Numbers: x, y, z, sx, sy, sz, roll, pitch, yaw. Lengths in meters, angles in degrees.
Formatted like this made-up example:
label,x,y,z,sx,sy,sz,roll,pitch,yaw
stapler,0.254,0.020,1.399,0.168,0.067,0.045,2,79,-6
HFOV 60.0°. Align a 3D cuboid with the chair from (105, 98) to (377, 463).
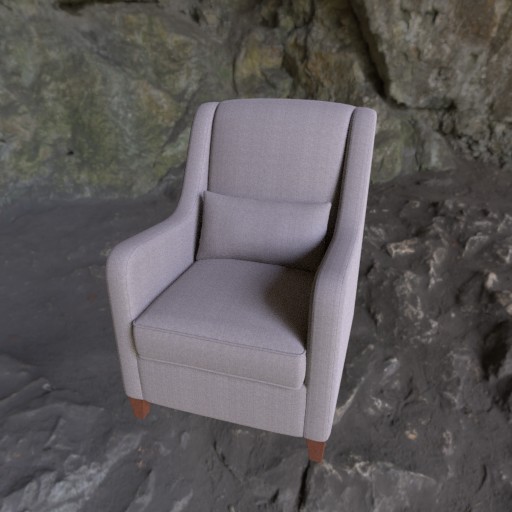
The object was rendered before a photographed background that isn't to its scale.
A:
label,x,y,z,sx,sy,sz,roll,pitch,yaw
chair,0.000,0.000,1.624,0.715,1.017,0.890,7,26,15
